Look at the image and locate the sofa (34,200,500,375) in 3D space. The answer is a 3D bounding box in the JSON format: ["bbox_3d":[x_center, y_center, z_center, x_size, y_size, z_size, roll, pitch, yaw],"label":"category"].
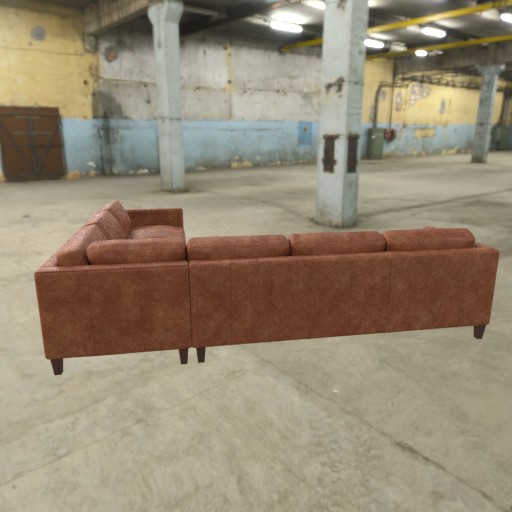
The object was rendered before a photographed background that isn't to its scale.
[{"bbox_3d":[0.000,0.000,4.128,3.167,0.838,2.438,-3,15,-10],"label":"sofa"}]
